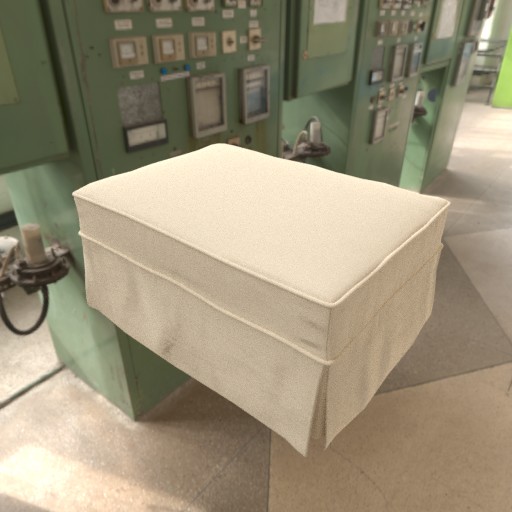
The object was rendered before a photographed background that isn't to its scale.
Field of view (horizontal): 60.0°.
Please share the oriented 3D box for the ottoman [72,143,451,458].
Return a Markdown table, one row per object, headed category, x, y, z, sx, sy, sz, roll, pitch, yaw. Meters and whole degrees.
| category | x | y | z | sx | sy | sz | roll | pitch | yaw |
| --- | --- | --- | --- | --- | --- | --- | --- | --- | --- |
| ottoman | 0.000 | 0.000 | 1.356 | 0.944 | 0.479 | 0.703 | 22 | 37 | 33 |
